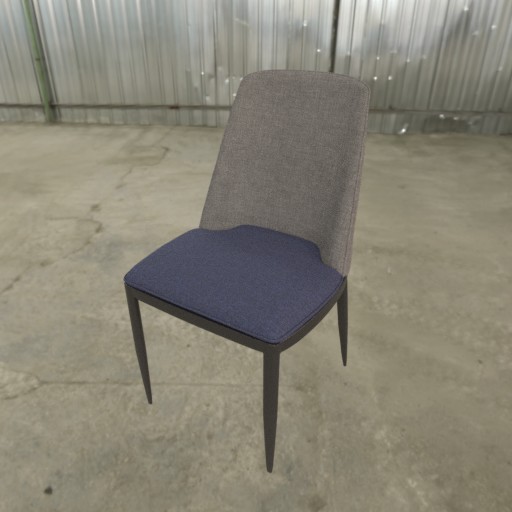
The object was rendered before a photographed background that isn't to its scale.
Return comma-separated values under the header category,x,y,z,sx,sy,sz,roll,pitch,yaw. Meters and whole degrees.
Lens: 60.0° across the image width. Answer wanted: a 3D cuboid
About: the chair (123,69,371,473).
category,x,y,z,sx,sy,sz,roll,pitch,yaw
chair,0.000,0.000,1.164,0.488,0.855,0.550,17,34,28
